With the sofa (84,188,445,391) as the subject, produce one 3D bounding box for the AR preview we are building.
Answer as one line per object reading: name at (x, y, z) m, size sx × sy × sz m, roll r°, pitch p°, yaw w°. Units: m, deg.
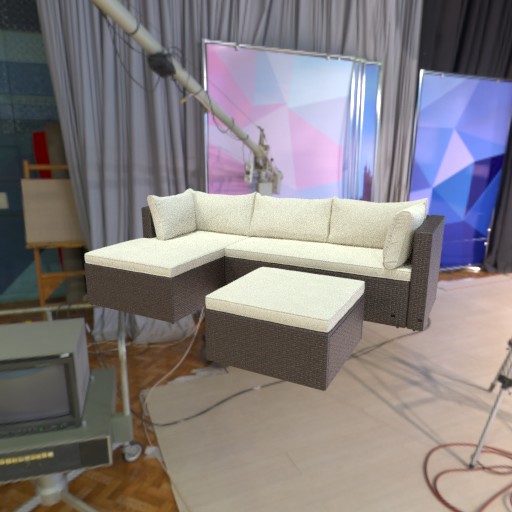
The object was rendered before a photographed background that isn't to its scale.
sofa at (0.000, 0.000, 3.013) m, size 2.192 × 0.766 × 1.612 m, roll 8°, pitch 16°, yaw 27°
